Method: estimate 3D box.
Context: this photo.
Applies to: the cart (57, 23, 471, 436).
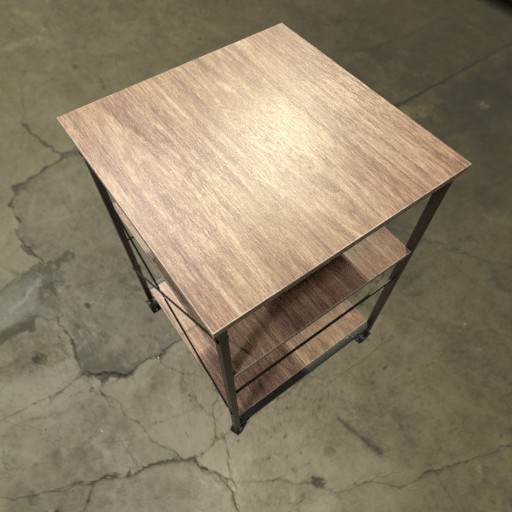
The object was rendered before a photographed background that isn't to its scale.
[{"bbox_3d":[0.000,0.000,1.098,0.520,0.762,0.521,-32,63,-18],"label":"cart"}]
